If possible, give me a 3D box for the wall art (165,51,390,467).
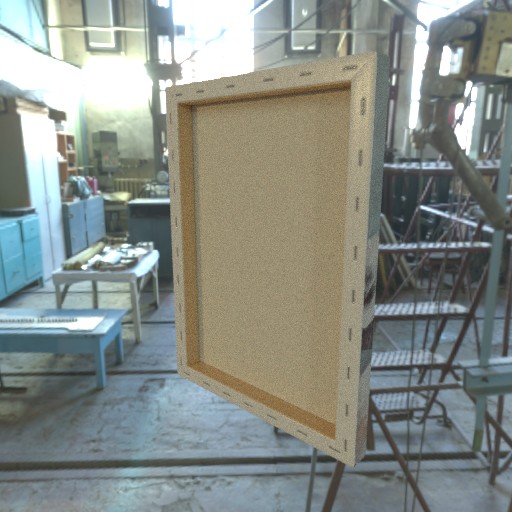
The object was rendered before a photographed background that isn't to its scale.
[{"bbox_3d":[0.000,0.000,0.795,0.455,0.613,0.037,12,17,42],"label":"wall art"}]
